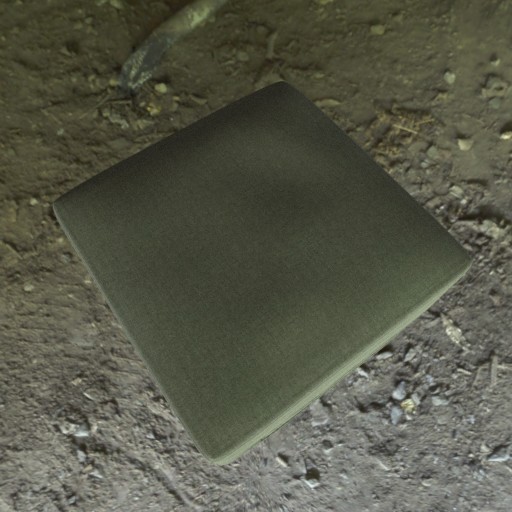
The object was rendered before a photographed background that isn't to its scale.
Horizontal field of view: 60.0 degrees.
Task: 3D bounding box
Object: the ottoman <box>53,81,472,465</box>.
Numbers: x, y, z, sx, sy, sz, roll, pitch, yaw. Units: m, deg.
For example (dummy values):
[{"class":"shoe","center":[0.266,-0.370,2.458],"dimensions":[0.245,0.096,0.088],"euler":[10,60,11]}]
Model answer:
[{"class":"ottoman","center":[0.000,0.000,1.328],"dimensions":[0.843,0.436,0.840],"euler":[-33,68,-15]}]
